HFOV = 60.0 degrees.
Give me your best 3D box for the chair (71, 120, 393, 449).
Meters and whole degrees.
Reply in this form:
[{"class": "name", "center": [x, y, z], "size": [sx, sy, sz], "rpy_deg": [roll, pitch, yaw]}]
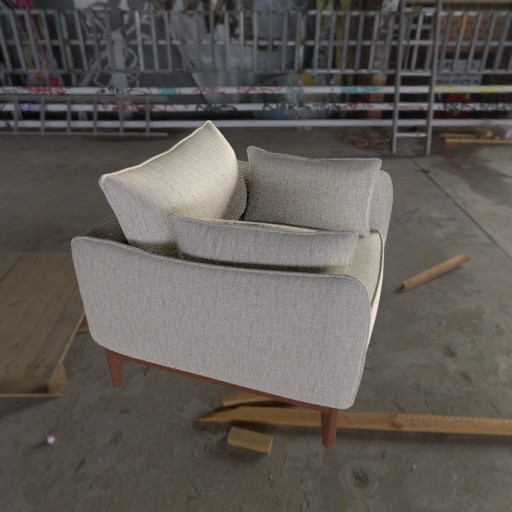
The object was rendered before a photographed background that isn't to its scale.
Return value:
[{"class": "chair", "center": [0.000, 0.000, 1.776], "size": [0.991, 0.855, 0.994], "rpy_deg": [10, 32, 16]}]
